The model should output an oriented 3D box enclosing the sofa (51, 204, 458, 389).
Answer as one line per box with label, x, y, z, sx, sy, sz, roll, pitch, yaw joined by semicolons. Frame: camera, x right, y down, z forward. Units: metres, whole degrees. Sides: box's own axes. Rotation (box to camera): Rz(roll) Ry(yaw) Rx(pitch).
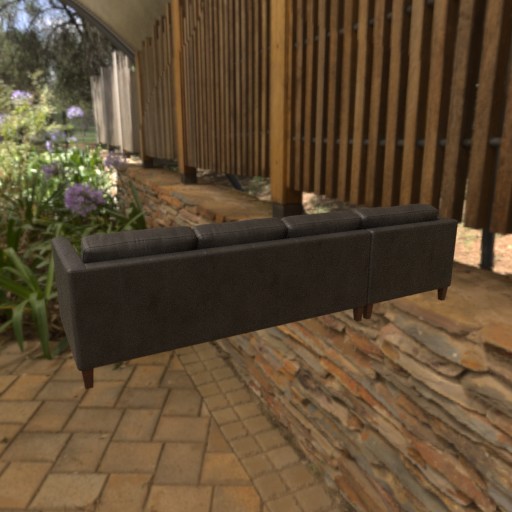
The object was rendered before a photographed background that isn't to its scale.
sofa;0.000;0.000;3.877;3.203;0.883;1.581;-8;17;-28
